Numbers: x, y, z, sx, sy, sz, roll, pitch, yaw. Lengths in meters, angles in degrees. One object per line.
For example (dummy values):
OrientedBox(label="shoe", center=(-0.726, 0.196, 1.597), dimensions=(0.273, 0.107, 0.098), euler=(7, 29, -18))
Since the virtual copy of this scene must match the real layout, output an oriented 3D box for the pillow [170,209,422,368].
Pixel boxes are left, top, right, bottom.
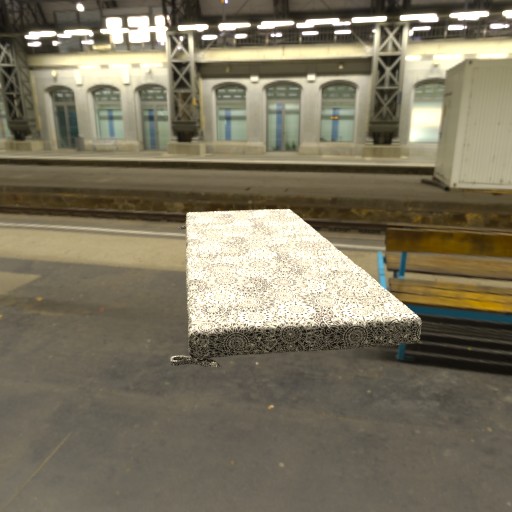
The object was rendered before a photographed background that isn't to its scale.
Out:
OrientedBox(label="pillow", center=(0.000, 0.000, 1.372), dimensions=(0.492, 0.081, 1.187), euler=(-3, 17, -8))
